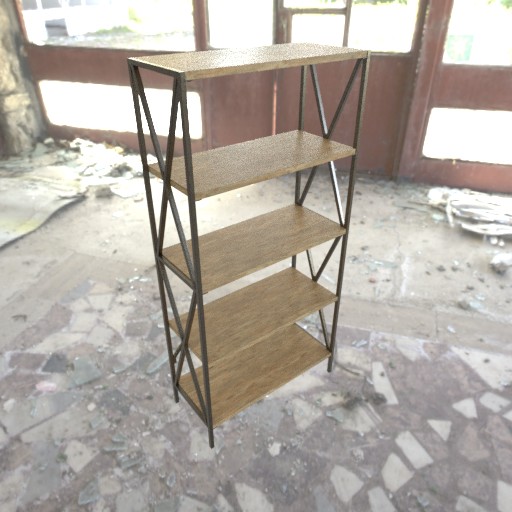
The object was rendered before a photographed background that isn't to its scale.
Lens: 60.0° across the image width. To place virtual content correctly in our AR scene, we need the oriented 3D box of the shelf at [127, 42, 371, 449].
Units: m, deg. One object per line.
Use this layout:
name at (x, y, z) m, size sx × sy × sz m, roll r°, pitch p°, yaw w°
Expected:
shelf at (0.000, 0.000, 2.158) m, size 0.874 × 1.803 × 0.386 m, roll -22°, pitch 38°, yaw -31°
